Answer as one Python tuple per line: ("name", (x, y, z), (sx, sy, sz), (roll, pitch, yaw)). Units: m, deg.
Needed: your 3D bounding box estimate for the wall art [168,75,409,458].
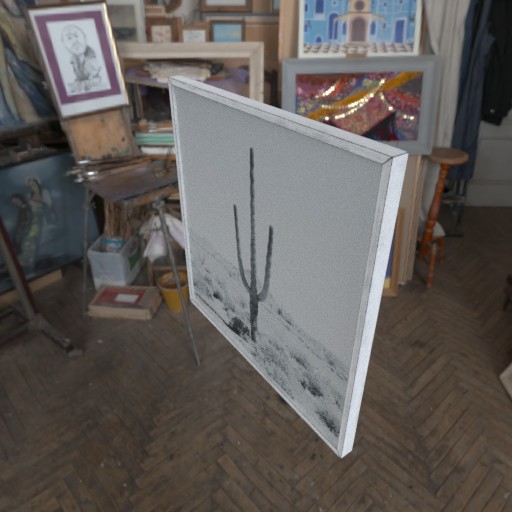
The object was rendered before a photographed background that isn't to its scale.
("wall art", (0.000, 0.000, 1.144), (0.038, 0.762, 0.762), (-21, 38, -29))
